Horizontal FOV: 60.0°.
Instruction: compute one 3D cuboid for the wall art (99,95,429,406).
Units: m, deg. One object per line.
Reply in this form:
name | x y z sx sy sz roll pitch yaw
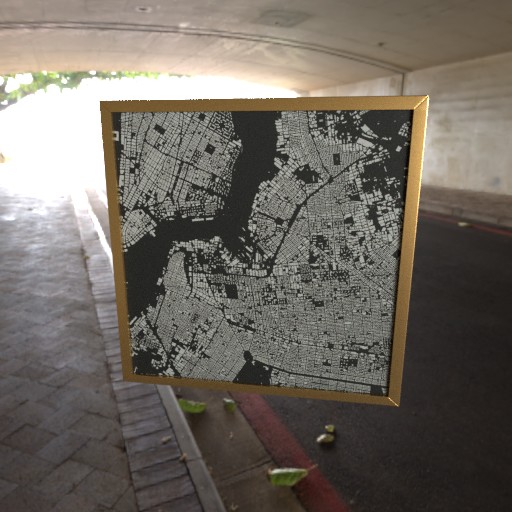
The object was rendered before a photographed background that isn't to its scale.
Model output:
wall art | 0.000 0.000 0.455 0.305 0.305 0.023 2 15 9
